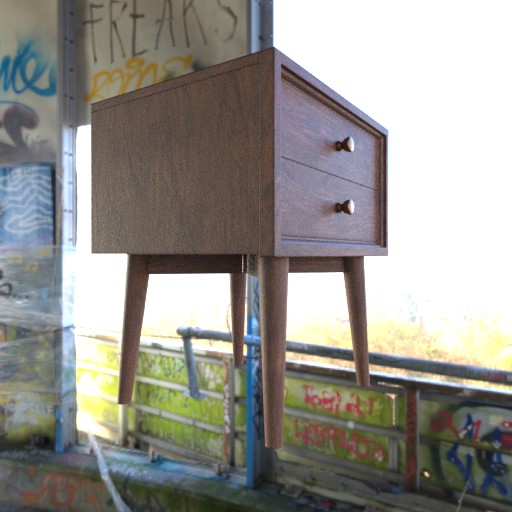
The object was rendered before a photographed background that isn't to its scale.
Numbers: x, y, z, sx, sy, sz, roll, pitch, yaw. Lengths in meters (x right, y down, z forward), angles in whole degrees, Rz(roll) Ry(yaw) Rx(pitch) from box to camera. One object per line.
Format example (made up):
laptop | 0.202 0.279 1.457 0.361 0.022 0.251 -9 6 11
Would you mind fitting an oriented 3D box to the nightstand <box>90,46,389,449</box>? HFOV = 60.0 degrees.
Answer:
nightstand | 0.000 0.000 0.972 0.445 0.607 0.521 0 0 34
